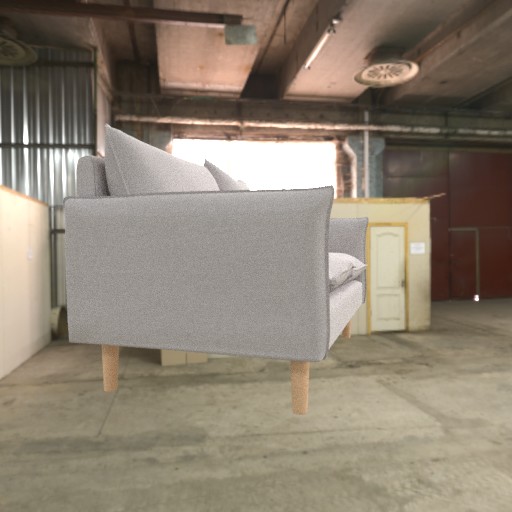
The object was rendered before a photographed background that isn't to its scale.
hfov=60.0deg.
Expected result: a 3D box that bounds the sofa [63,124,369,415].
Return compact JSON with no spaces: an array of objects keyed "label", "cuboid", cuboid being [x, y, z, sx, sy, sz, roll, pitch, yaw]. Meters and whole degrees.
[{"label":"sofa","cuboid":[0.000,0.000,1.807,0.820,0.840,1.300,0,1,18]}]
